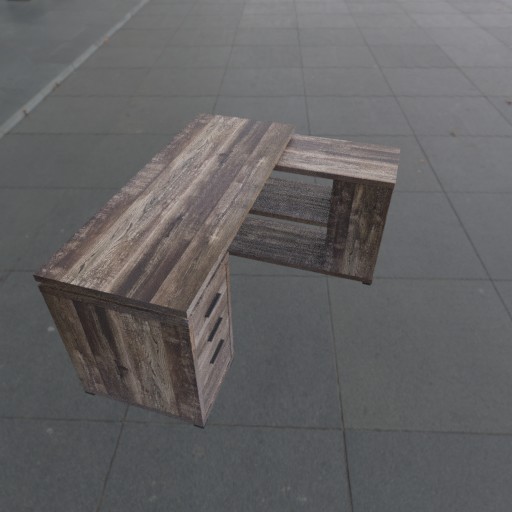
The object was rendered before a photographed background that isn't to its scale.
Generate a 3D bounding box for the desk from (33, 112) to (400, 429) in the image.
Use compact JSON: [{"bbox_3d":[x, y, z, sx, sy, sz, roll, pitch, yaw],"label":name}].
[{"bbox_3d":[0.000,0.000,2.250,1.200,0.753,1.524,11,42,13],"label":"desk"}]
